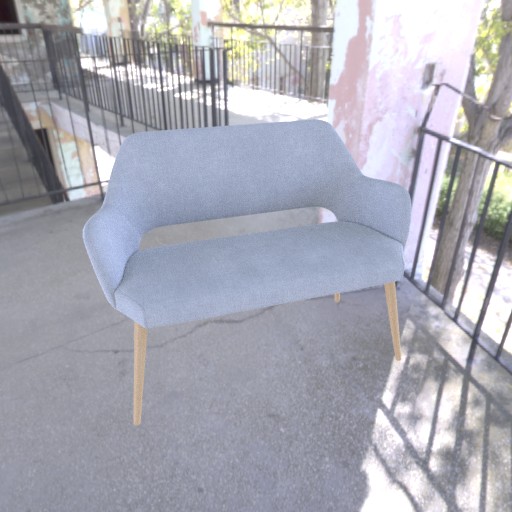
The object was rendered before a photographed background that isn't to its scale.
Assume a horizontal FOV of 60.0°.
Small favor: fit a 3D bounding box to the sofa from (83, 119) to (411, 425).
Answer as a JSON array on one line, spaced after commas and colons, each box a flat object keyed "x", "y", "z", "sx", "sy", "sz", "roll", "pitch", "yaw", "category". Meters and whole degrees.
[{"x": 0.000, "y": 0.000, "z": 1.656, "sx": 1.150, "sy": 0.840, "sz": 0.610, "roll": -9, "pitch": 30, "yaw": -16, "category": "sofa"}]
